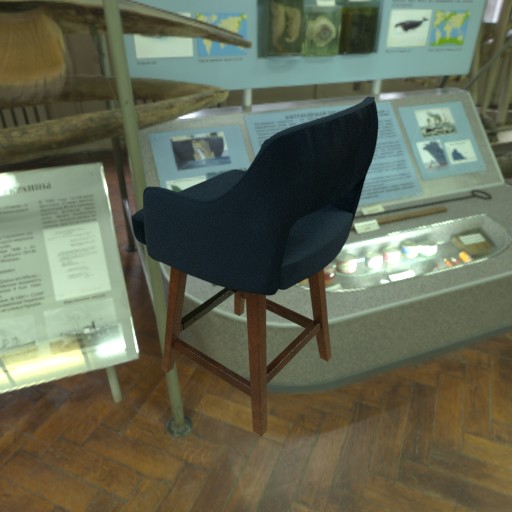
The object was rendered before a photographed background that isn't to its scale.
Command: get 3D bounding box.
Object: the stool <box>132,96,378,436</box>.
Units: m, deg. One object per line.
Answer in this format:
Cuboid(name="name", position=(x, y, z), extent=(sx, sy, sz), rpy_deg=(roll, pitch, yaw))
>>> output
Cuboid(name="stool", position=(0.000, 0.000, 1.325), extent=(0.560, 0.940, 0.550), rpy_deg=(22, 38, 31))
